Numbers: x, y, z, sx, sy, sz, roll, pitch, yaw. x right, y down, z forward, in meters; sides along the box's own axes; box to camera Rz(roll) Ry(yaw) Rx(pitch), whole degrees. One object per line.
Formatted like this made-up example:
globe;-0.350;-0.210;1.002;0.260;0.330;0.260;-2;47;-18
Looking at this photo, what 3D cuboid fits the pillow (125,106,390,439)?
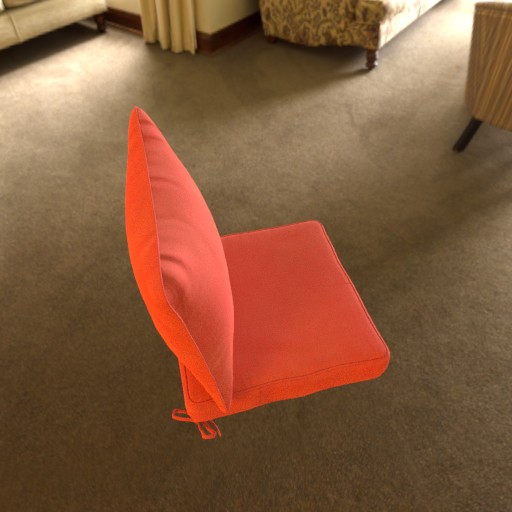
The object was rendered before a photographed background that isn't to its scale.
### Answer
pillow;0.000;0.000;1.404;0.733;0.725;0.798;-11;47;-10
